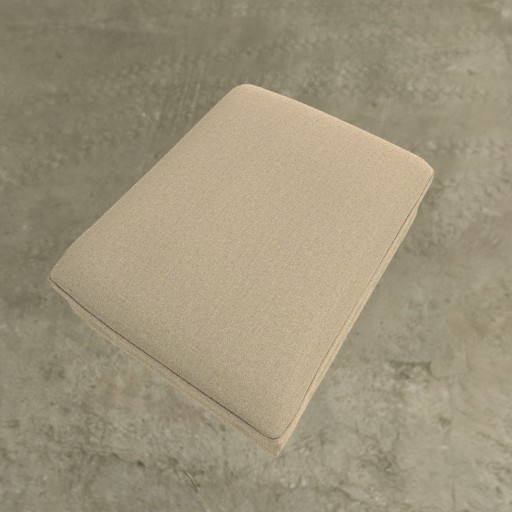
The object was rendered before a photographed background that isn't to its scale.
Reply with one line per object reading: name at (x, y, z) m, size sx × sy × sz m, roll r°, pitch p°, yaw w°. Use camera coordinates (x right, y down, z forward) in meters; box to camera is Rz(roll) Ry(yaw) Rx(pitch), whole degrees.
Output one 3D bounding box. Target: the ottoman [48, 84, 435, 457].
ottoman at (0.000, 0.000, 1.026) m, size 0.541 × 0.463 × 0.684 m, roll 30°, pitch 63°, yaw 17°
